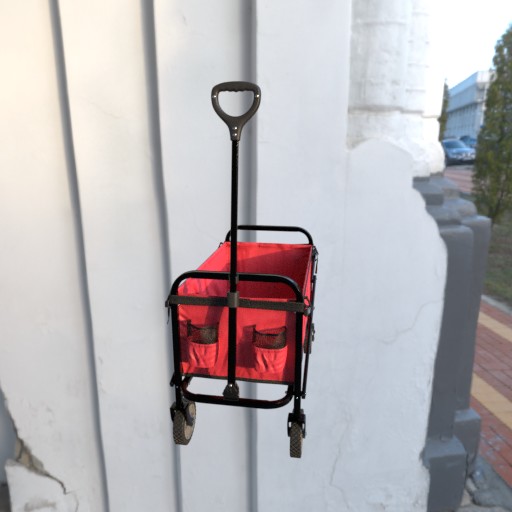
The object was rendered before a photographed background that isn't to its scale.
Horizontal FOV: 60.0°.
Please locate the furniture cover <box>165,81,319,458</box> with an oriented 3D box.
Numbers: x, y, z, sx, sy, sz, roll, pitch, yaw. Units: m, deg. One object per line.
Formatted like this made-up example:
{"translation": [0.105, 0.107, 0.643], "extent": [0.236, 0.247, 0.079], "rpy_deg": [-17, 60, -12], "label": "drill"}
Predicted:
{"translation": [0.000, 0.000, 1.866], "extent": [0.532, 1.295, 1.038], "rpy_deg": [2, 15, 9], "label": "furniture cover"}
